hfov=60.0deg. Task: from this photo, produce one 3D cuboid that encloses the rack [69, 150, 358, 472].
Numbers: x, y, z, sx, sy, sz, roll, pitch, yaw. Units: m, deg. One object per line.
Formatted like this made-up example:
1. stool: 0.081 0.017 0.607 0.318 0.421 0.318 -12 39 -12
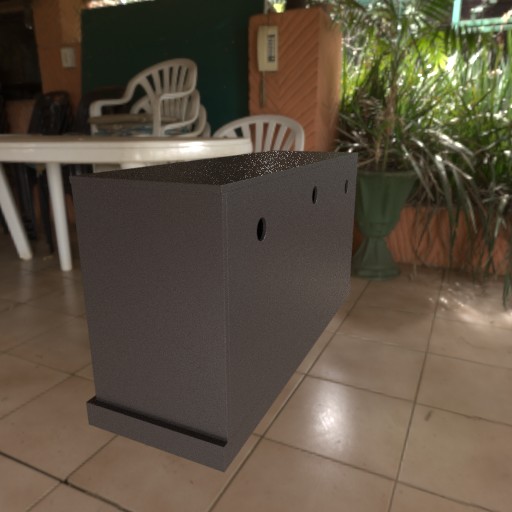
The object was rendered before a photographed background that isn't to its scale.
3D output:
1. rack: 0.000 0.000 1.503 0.399 0.635 1.206 7 18 24
